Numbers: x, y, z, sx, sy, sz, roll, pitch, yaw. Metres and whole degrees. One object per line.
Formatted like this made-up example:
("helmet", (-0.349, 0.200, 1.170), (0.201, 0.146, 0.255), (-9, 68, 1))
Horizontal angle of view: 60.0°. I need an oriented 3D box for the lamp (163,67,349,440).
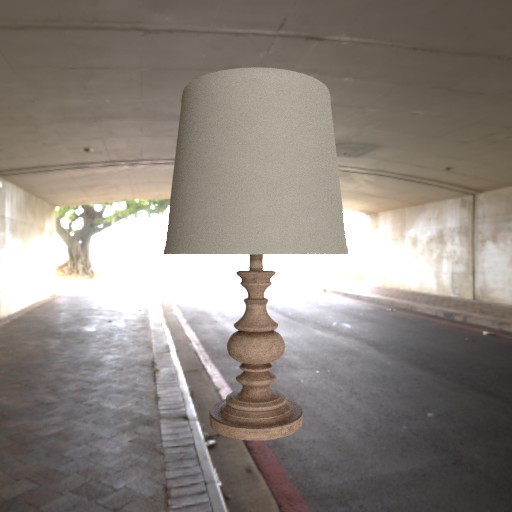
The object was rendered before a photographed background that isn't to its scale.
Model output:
("lamp", (0.000, 0.000, 0.664), (0.273, 0.497, 0.273), (0, 0, 0))
